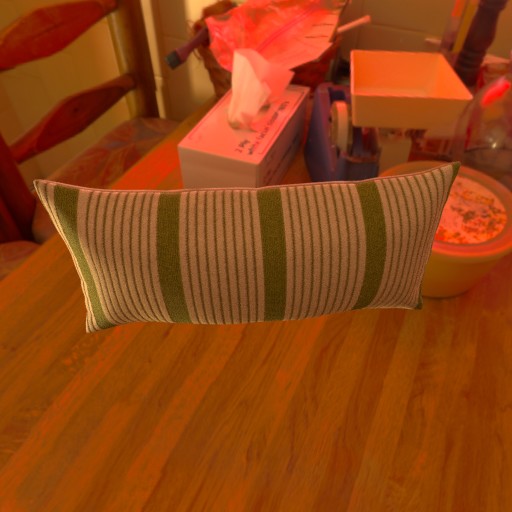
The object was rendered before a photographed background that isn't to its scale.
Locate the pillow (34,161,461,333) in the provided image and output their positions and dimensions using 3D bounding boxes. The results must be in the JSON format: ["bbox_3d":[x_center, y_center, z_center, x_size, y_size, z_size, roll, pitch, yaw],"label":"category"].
[{"bbox_3d":[0.000,0.000,0.710,0.608,0.292,0.156,-3,47,-3],"label":"pillow"}]
